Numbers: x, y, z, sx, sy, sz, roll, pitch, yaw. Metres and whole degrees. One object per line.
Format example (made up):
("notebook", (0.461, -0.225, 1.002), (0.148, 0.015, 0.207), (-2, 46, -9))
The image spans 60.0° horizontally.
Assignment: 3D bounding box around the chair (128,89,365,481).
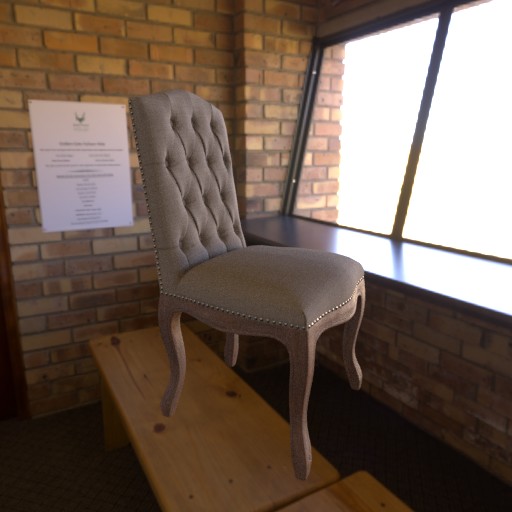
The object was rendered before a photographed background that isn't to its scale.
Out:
("chair", (0.000, 0.000, 1.621), (0.731, 1.191, 0.637), (7, 15, 27))
